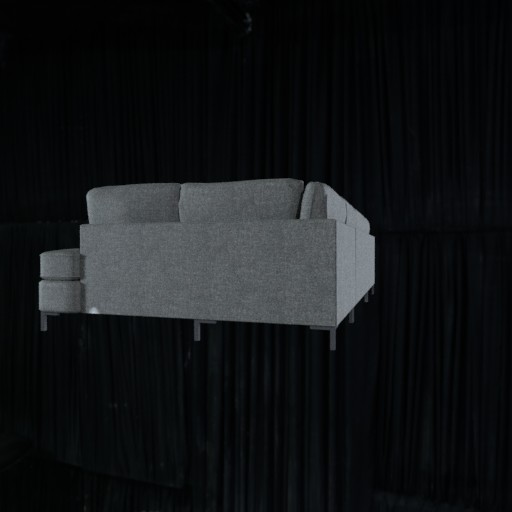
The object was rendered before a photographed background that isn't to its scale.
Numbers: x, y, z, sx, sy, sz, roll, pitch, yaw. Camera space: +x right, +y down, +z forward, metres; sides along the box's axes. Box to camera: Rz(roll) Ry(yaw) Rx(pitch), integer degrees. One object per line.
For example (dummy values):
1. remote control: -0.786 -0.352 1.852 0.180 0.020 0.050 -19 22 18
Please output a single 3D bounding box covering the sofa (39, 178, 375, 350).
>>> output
1. sofa: 0.000 0.000 4.341 2.048 0.999 3.423 0 1 18
